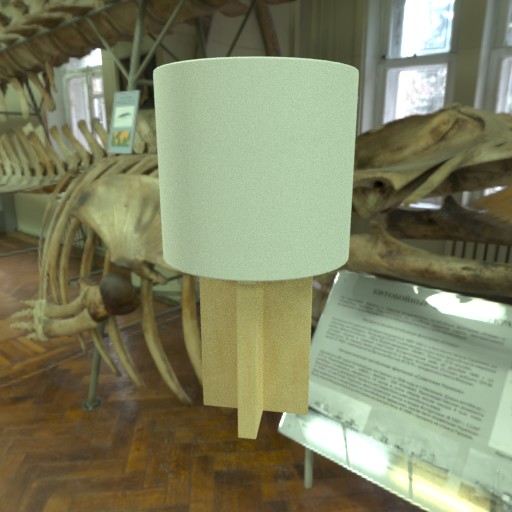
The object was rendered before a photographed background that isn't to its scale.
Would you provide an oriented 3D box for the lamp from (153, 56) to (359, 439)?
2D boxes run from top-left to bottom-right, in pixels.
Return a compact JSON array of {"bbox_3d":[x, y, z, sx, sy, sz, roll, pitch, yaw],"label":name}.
[{"bbox_3d":[0.000,0.000,0.559,0.229,0.428,0.229,2,15,9],"label":"lamp"}]
